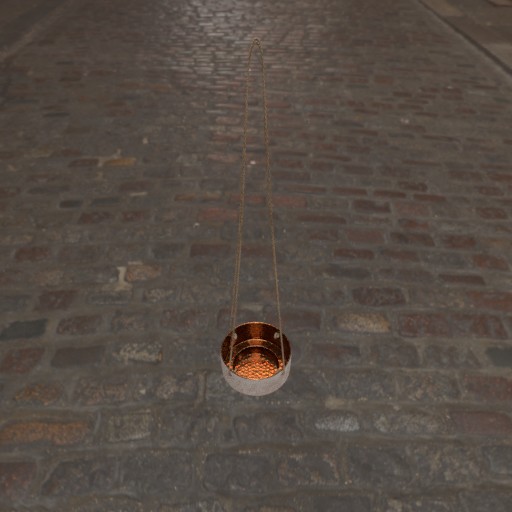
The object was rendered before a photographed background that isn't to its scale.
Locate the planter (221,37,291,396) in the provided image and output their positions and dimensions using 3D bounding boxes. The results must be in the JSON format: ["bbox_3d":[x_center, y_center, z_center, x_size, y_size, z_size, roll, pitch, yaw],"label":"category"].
[{"bbox_3d":[0.000,0.000,1.134,0.223,1.030,0.223,-1,41,-1],"label":"planter"}]
